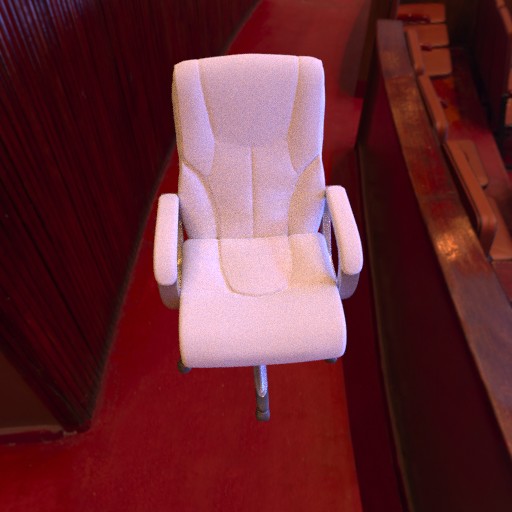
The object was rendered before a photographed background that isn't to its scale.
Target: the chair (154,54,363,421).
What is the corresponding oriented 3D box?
[{"bbox_3d":[0.000,0.000,1.565,0.687,1.120,0.738,-3,47,-3],"label":"chair"}]
